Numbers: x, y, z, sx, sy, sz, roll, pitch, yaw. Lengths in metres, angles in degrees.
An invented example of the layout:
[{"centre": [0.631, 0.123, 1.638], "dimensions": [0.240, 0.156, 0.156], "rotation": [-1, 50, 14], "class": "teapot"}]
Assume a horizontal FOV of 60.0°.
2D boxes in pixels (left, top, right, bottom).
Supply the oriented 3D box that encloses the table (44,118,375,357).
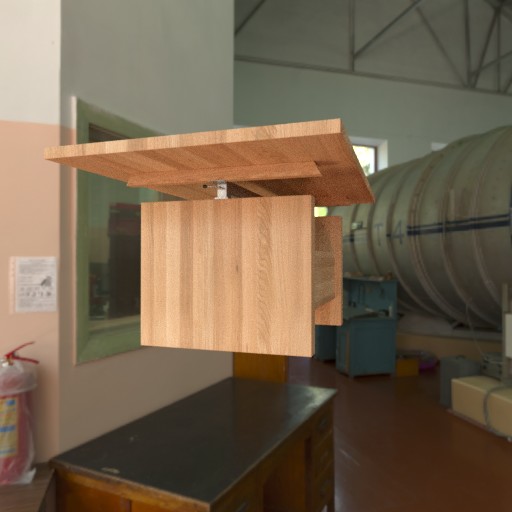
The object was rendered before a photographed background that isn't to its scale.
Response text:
[{"centre": [0.000, 0.000, 1.466], "dimensions": [0.700, 0.510, 1.100], "rotation": [0, 0, 18], "class": "table"}]
